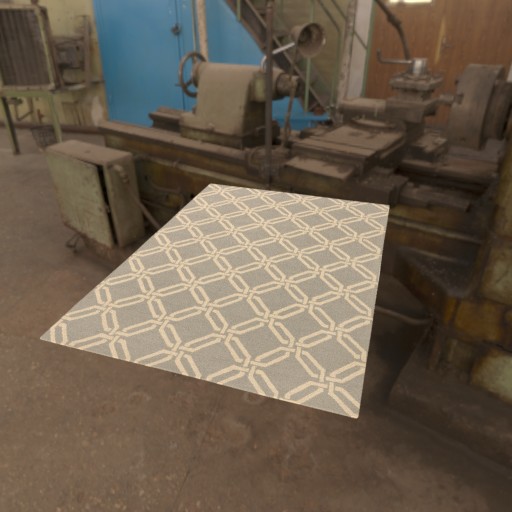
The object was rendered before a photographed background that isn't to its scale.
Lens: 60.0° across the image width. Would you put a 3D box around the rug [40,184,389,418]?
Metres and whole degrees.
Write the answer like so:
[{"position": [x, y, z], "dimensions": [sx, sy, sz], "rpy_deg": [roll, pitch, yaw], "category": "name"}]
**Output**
[{"position": [0.000, 0.000, 2.806], "dimensions": [1.522, 0.013, 2.133], "rpy_deg": [9, 32, 15], "category": "rug"}]
